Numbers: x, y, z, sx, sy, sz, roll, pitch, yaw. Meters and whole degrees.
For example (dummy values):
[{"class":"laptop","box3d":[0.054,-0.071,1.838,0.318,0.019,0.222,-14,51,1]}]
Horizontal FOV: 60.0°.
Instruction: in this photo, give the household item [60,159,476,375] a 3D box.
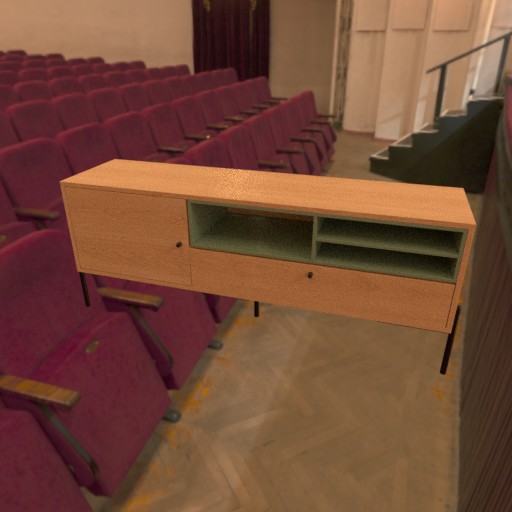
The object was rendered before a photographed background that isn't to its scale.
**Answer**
[{"class":"household item","box3d":[0.000,0.000,1.826,1.550,0.600,0.400,8,27,16]}]
